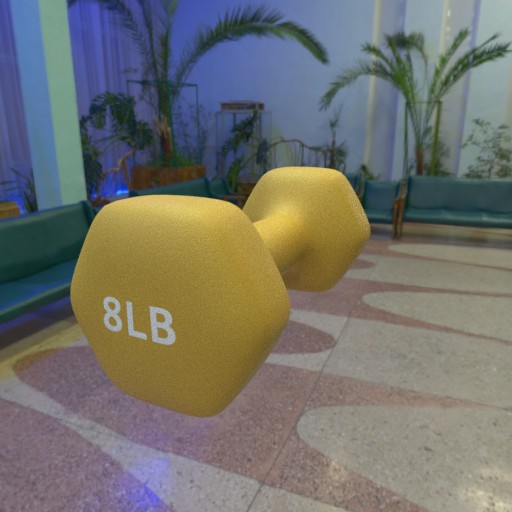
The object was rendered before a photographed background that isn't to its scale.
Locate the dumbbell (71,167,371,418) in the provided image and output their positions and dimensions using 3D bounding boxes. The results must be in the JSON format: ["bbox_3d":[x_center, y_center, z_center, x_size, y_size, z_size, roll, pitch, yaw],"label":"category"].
[{"bbox_3d":[0.000,0.000,0.237,0.090,0.082,0.190,8,18,25],"label":"dumbbell"}]
